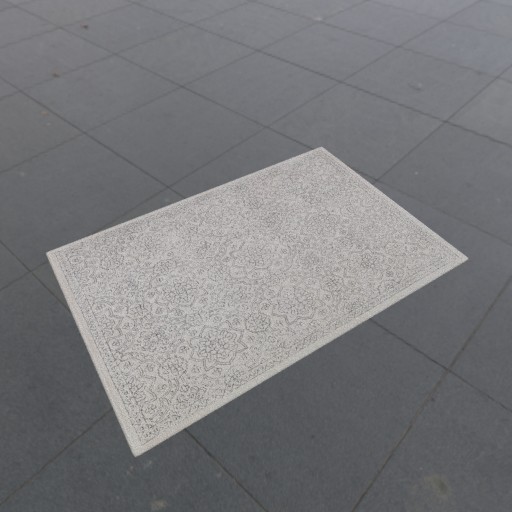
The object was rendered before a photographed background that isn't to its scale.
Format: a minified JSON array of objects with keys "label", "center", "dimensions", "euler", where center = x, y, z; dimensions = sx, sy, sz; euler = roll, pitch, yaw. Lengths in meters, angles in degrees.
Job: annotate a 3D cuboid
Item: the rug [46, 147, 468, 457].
[{"label":"rug","center":[0.000,0.000,2.874],"dimensions":[2.286,0.011,1.524],"euler":[-25,52,-22]}]
